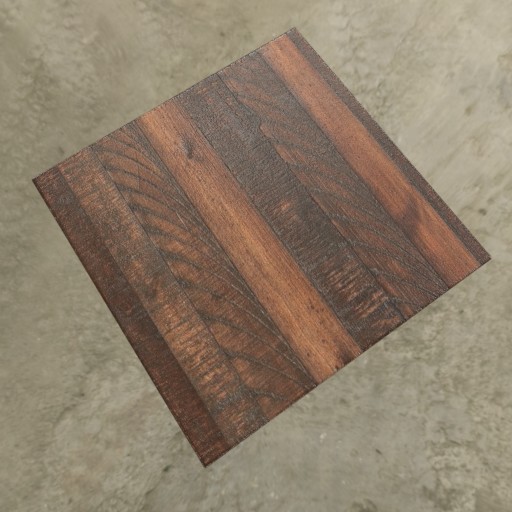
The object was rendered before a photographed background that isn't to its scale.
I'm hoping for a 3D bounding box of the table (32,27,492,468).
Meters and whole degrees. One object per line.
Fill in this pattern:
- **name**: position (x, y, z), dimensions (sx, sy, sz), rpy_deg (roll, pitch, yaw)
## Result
- **table**: position (0.000, 0.000, 0.967), dimensions (0.553, 0.482, 0.548), rpy_deg (-33, 77, -9)
